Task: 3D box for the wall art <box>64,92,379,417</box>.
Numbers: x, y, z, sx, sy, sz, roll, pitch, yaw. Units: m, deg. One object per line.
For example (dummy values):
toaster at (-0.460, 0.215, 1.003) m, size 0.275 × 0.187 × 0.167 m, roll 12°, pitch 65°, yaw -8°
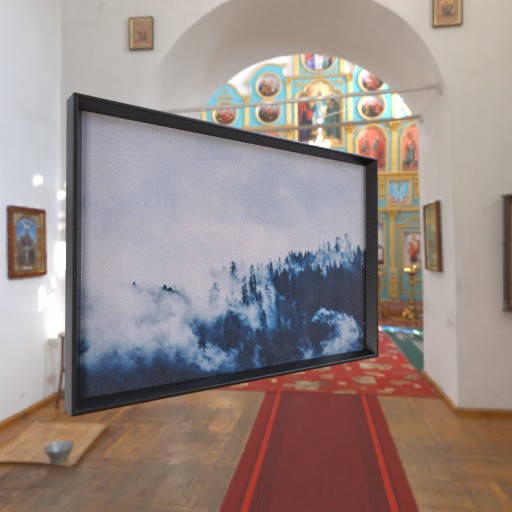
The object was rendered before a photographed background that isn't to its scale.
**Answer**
wall art at (0.000, 0.000, 1.174) m, size 0.939 × 0.640 × 0.058 m, roll 1°, pitch -1°, yaw -36°
